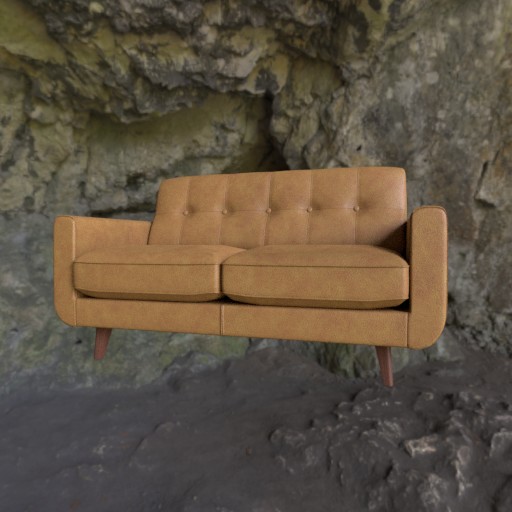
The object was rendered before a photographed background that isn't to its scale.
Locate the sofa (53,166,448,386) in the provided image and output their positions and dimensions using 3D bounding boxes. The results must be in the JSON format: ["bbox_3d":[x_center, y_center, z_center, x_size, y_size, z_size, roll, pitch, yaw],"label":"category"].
[{"bbox_3d":[0.000,0.000,2.176,1.651,0.925,0.952,0,1,18],"label":"sofa"}]
